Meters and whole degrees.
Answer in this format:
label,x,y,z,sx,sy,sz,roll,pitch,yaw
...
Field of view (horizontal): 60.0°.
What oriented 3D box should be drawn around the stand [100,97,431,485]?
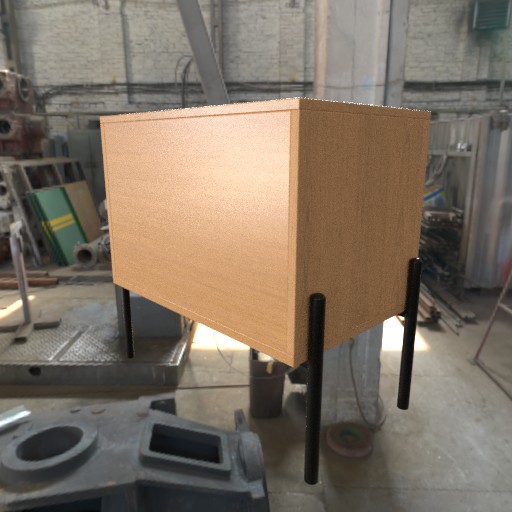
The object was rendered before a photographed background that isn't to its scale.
label,x,y,z,sx,sy,sz,roll,pitch,yaw
stand,0.000,0.000,0.985,0.400,0.600,0.630,-13,19,-42
